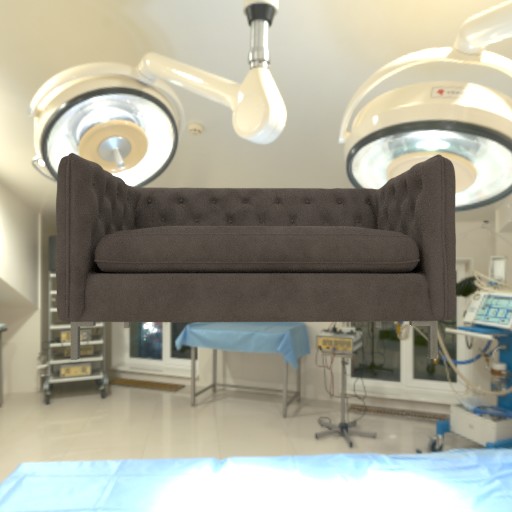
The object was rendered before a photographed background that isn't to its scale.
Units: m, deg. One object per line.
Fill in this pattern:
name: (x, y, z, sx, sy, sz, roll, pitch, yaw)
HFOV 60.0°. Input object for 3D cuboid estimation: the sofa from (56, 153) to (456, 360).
sofa: (0.000, 0.000, 2.135, 1.583, 0.810, 0.909, 0, 0, -1)
